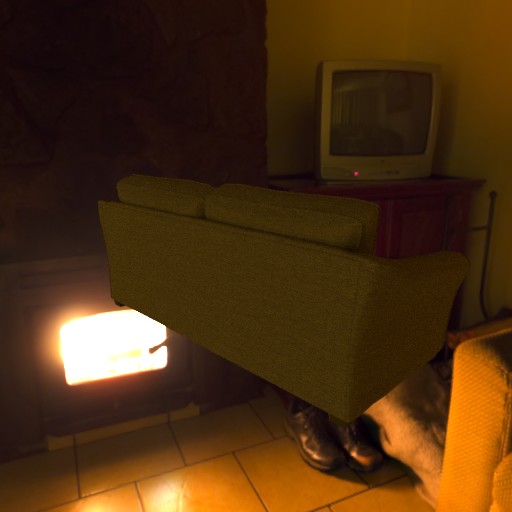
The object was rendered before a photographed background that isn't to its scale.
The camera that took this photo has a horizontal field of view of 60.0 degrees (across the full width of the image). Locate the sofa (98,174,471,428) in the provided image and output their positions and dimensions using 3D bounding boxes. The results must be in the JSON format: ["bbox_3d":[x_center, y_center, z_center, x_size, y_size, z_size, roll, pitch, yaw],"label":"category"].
[{"bbox_3d":[0.000,0.000,2.743,0.971,0.950,2.270,-14,20,-42],"label":"sofa"}]
